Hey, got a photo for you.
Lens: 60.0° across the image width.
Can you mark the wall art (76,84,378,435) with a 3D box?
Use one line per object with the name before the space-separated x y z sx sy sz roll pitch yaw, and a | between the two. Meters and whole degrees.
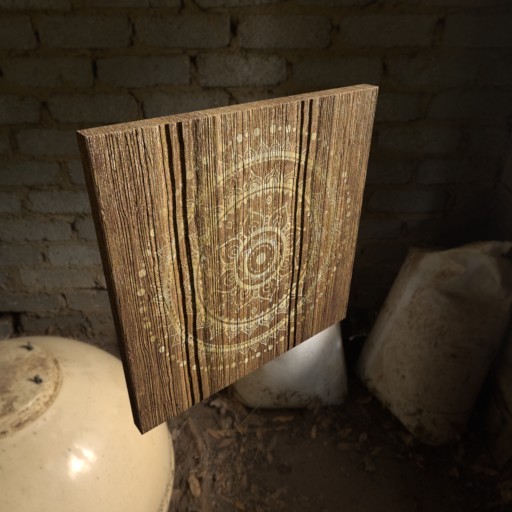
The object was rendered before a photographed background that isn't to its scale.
wall art | 0.000 0.000 0.911 0.611 0.608 0.042 -22 38 -32
